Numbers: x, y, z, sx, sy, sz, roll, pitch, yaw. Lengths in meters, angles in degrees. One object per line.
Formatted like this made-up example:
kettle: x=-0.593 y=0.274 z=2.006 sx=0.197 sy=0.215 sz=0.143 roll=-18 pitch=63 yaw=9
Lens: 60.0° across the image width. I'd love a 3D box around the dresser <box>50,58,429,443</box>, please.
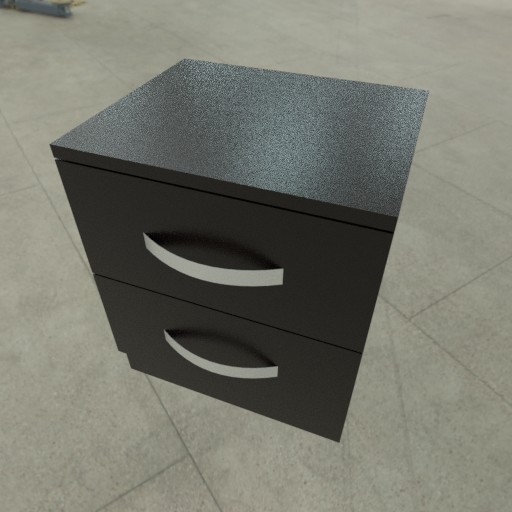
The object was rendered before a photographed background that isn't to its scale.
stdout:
dresser: x=0.000 y=0.000 z=0.726 sx=0.400 sy=0.470 sz=0.360 roll=14 pitch=43 yaw=16
